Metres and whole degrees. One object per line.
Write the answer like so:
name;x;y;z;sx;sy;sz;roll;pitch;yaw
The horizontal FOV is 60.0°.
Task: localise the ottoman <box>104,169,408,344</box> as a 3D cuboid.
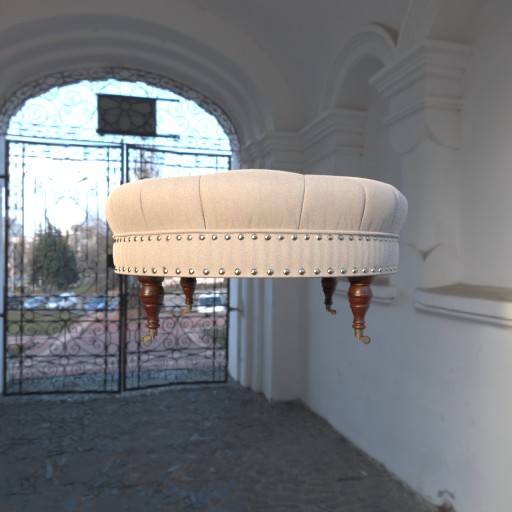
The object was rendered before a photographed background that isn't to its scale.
ottoman;0.000;0.000;1.389;0.901;0.439;0.901;0;0;0
